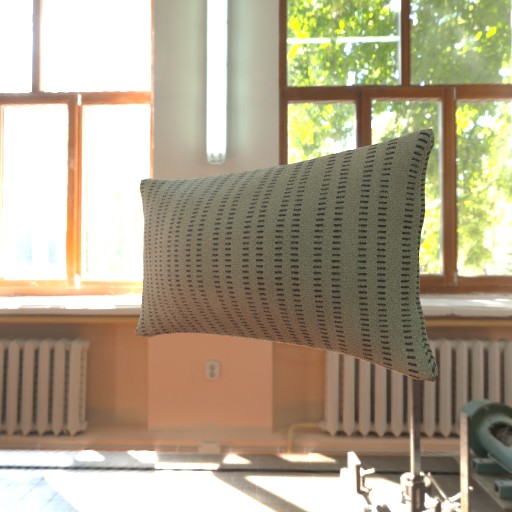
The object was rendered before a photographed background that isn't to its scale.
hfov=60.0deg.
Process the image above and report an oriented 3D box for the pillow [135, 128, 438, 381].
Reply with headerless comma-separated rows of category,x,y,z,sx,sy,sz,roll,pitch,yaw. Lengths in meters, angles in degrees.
pillow,0.000,0.000,0.810,0.640,0.353,0.210,-1,-1,37
